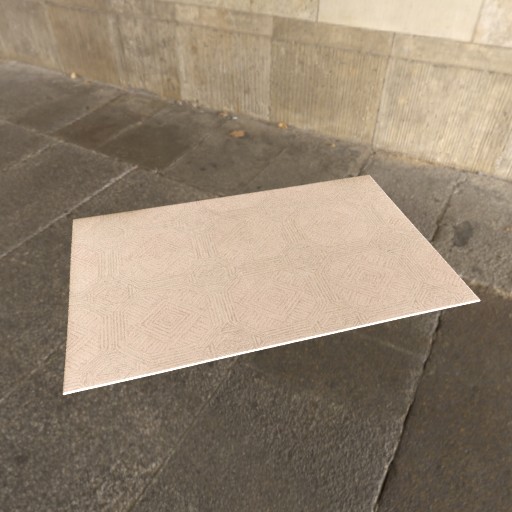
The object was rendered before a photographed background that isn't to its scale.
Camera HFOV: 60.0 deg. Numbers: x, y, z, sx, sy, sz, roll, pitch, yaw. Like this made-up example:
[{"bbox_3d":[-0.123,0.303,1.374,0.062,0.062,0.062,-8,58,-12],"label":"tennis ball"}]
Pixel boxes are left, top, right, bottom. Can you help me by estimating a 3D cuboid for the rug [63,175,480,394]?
[{"bbox_3d":[0.000,0.000,3.031,2.440,0.008,1.524,-10,43,-11],"label":"rug"}]
